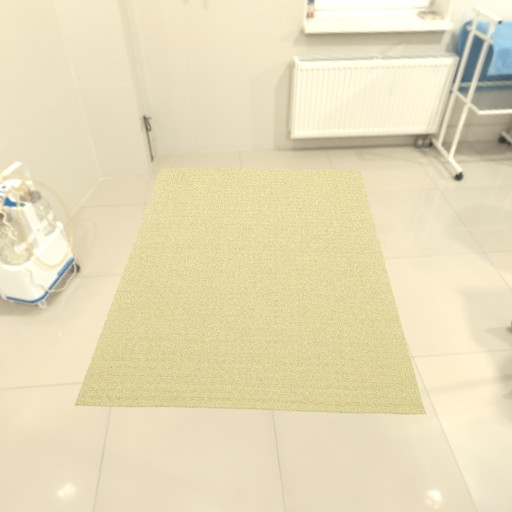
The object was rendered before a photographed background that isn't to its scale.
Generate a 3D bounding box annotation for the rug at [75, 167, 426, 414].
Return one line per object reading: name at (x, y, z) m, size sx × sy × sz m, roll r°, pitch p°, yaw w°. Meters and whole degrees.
rug at (0.000, 0.000, 4.257) m, size 2.452 × 0.016 × 3.204 m, roll 1°, pitch 42°, yaw 1°
